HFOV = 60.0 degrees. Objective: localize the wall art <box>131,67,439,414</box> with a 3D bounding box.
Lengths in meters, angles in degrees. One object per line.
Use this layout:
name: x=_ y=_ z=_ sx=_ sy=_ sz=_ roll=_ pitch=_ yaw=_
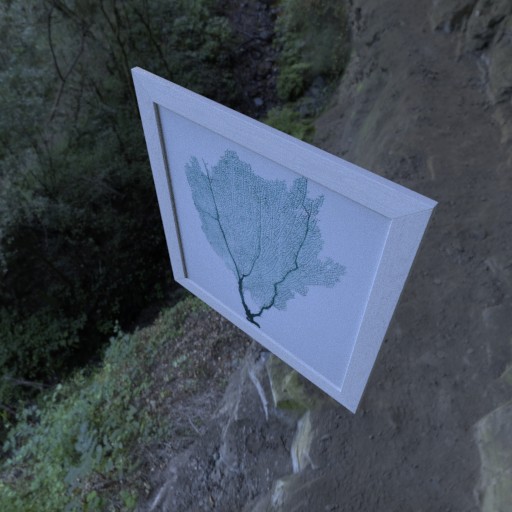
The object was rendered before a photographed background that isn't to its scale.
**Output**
wall art: x=0.000 y=0.000 z=0.868 sx=0.572 sy=0.577 sz=0.015 roll=32 pitch=55 yaw=27
